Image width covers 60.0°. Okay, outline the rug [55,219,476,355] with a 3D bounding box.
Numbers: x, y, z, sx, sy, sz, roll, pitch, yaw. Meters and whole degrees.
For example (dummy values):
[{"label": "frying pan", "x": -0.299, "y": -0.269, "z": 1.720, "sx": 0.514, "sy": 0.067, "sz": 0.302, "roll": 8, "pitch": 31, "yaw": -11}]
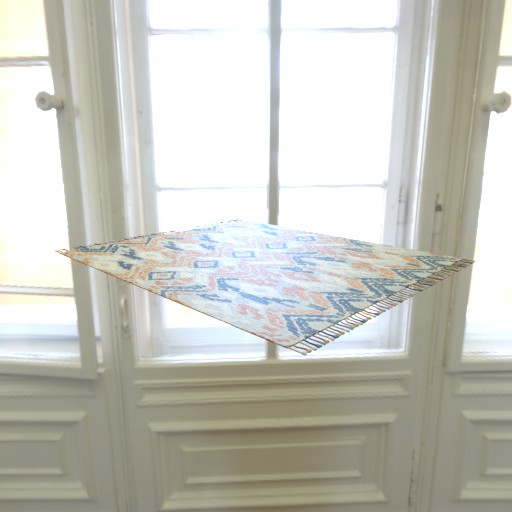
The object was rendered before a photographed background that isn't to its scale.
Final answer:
[{"label": "rug", "x": 0.000, "y": 0.000, "z": 4.078, "sx": 3.048, "sy": 0.010, "sz": 2.439, "roll": 14, "pitch": 20, "yaw": 42}]
